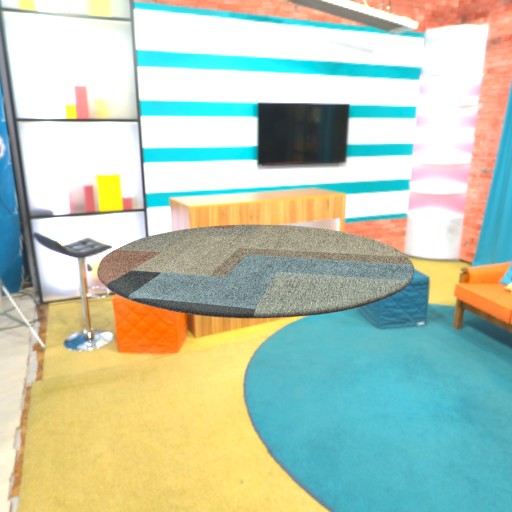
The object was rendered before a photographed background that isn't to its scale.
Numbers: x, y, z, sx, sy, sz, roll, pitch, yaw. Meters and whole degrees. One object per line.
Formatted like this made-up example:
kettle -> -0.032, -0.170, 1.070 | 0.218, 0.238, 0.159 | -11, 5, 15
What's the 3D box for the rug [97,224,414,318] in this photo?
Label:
rug -> 0.000, 0.000, 3.635 | 2.461, 0.033, 2.461 | 0, 16, 0
